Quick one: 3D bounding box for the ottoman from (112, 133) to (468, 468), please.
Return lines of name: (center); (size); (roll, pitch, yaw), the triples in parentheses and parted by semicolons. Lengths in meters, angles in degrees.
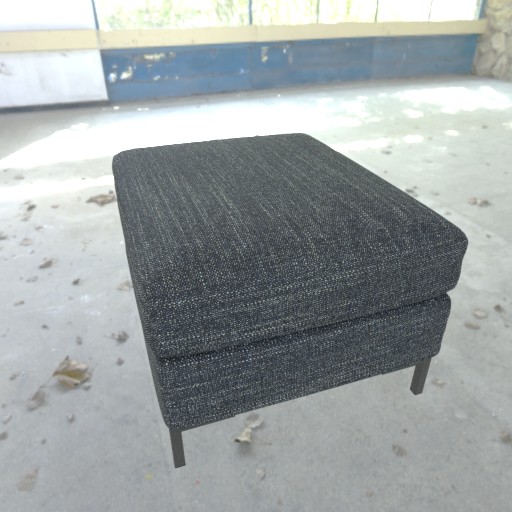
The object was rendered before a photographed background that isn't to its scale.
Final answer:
ottoman: (0.000, 0.000, 1.205); (0.667, 0.491, 0.814); (-10, 32, -16)
